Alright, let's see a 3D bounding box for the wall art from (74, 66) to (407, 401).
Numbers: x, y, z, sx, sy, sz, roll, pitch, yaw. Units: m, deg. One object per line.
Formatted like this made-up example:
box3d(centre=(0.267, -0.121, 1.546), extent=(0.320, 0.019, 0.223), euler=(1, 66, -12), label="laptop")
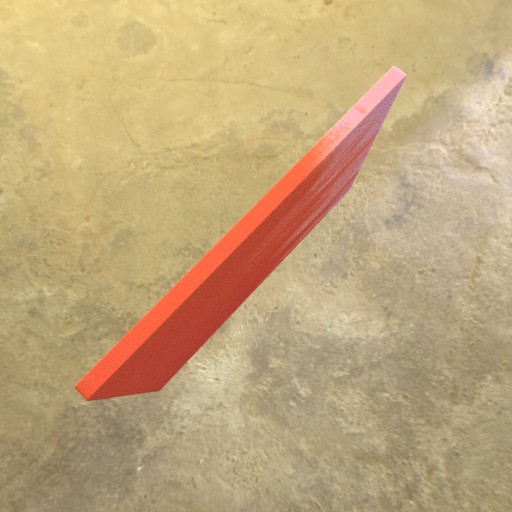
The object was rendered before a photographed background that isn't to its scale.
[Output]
box3d(centre=(0.000, 0.000, 1.159), extent=(0.040, 0.609, 0.913), euler=(42, 79, 10), label="wall art")
